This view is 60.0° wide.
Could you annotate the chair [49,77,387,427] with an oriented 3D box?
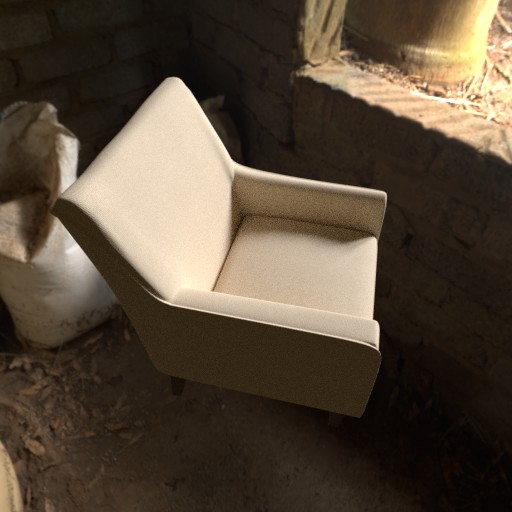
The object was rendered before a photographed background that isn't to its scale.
[{"bbox_3d":[0.000,0.000,1.601,0.899,0.919,0.780,10,46,9],"label":"chair"}]
